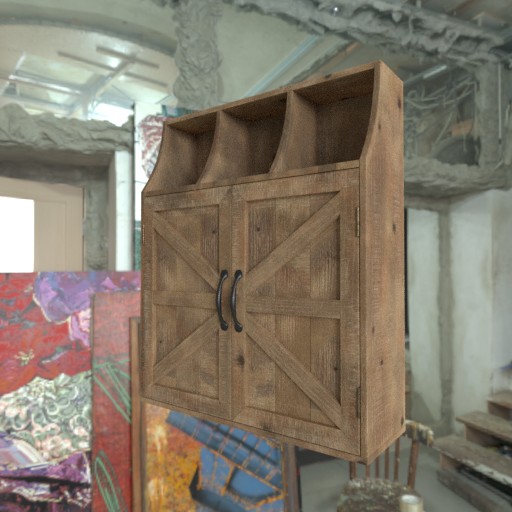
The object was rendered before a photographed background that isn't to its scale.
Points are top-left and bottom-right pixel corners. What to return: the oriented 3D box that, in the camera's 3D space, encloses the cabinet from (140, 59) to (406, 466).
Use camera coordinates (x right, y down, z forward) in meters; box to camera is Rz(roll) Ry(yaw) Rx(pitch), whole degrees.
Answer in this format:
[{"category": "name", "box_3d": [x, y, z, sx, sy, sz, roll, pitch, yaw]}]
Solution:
[{"category": "cabinet", "box_3d": [0.000, 0.000, 0.822, 0.489, 0.590, 0.184, -1, -1, 37]}]
